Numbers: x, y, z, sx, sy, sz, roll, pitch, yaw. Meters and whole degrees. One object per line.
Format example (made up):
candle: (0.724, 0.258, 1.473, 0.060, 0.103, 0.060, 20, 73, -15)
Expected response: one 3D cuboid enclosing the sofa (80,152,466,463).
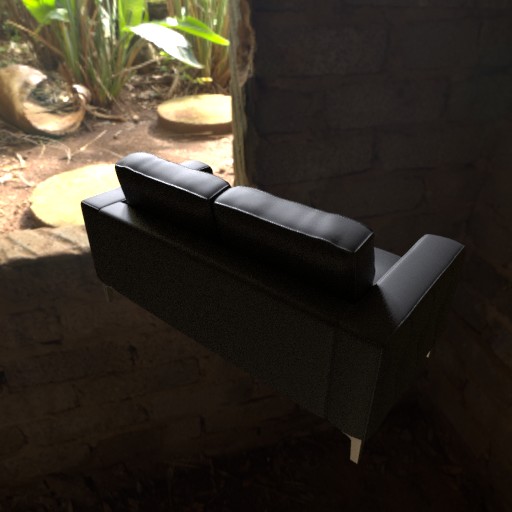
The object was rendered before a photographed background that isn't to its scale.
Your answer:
sofa: (0.000, 0.000, 2.186, 1.726, 0.893, 0.833, 23, 39, 32)
